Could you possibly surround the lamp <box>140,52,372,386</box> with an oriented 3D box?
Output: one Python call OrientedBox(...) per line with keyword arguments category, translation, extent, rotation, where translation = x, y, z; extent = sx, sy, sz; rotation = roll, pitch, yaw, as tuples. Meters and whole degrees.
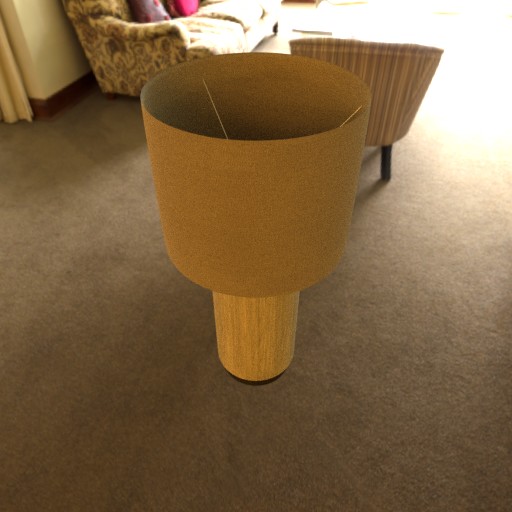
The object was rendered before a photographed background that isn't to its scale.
OrientedBox(category="lamp", translation=(0.000, 0.000, 0.587), extent=(0.228, 0.444, 0.228), rotation=(-25, 47, -25))
